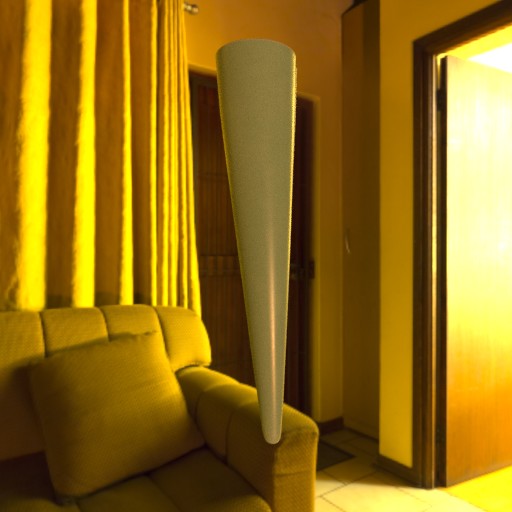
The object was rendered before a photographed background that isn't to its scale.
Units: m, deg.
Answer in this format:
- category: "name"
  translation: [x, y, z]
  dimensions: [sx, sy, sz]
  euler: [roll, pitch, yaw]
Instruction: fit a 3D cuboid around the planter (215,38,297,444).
- category: "planter"
  translation: [0.000, 0.000, 0.300]
  dimensions: [0.054, 0.268, 0.055]
  euler: [0, 0, 35]
